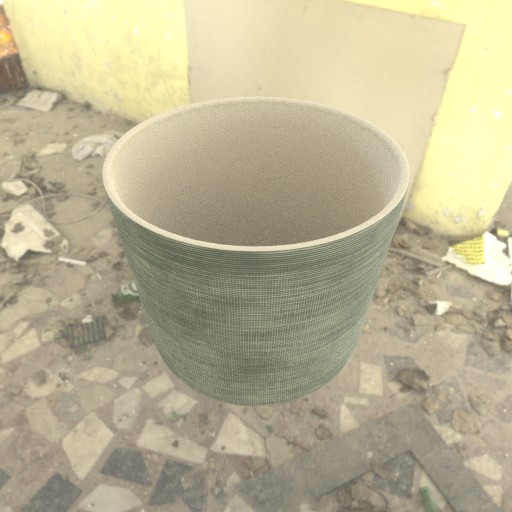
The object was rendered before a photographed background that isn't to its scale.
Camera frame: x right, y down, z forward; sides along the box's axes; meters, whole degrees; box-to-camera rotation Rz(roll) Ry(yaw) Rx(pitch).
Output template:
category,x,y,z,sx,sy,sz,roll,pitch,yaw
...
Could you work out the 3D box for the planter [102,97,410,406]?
category,x,y,z,sx,sy,sz,roll,pitch,yaw
planter,0.000,0.000,0.783,0.440,0.398,0.440,0,41,0
